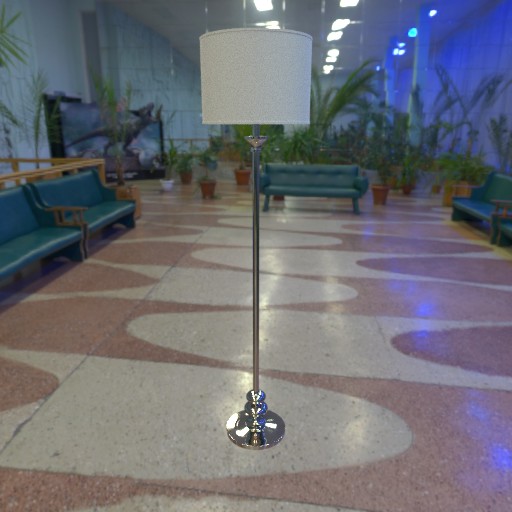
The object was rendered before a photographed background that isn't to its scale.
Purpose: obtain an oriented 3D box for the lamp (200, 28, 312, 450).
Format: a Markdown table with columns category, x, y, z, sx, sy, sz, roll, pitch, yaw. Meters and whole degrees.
| category | x | y | z | sx | sy | sz | roll | pitch | yaw |
| --- | --- | --- | --- | --- | --- | --- | --- | --- | --- |
| lamp | 0.000 | 0.000 | 1.611 | 0.356 | 1.487 | 0.356 | 2 | 17 | 8 |
